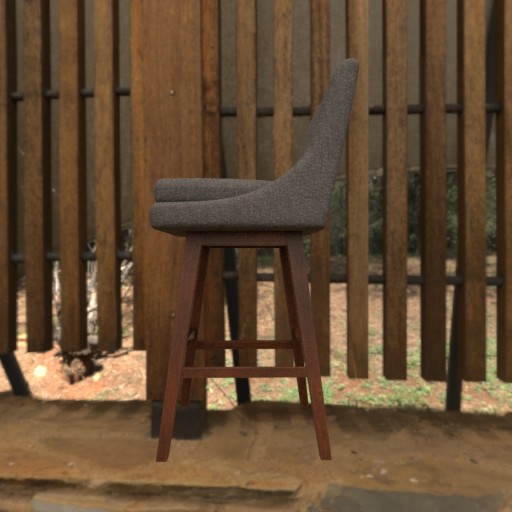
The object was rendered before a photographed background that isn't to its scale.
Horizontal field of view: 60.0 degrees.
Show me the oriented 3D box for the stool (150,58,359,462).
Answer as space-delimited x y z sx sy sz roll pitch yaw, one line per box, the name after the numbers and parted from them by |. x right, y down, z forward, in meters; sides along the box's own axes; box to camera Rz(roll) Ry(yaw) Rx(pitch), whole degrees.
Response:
0.000 0.000 1.386 0.572 1.068 0.489 0 0 -1 | stool
